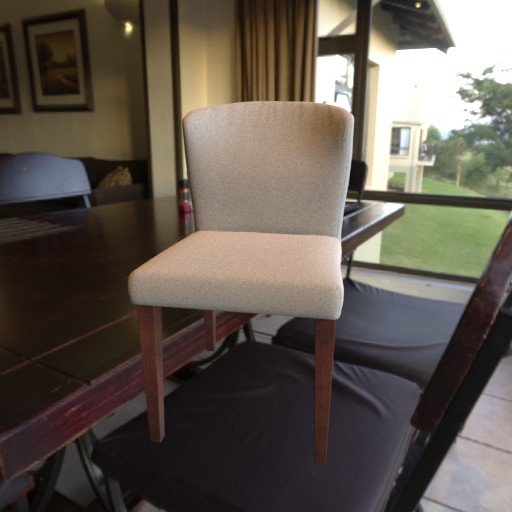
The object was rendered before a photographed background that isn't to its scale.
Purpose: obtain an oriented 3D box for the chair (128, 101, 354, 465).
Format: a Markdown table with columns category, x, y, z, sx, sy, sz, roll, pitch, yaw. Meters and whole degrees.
| category | x | y | z | sx | sy | sz | roll | pitch | yaw |
| --- | --- | --- | --- | --- | --- | --- | --- | --- | --- |
| chair | 0.000 | 0.000 | 1.213 | 0.491 | 0.839 | 0.592 | 3 | 16 | 10 |
